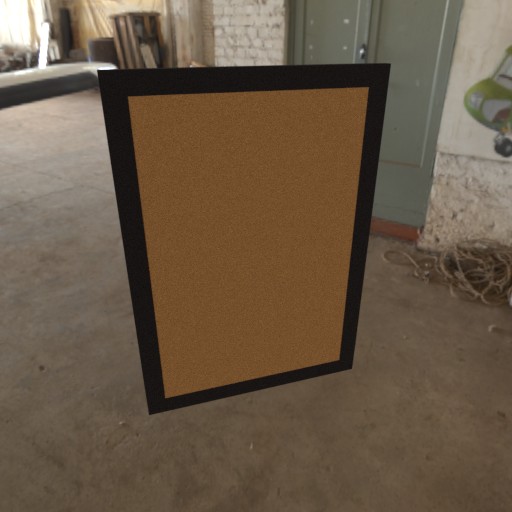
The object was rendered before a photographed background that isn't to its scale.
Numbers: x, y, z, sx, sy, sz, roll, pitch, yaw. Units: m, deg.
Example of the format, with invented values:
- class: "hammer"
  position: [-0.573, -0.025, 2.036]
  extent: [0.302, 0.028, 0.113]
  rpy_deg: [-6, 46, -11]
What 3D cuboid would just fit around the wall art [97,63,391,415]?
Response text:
- class: "wall art"
  position: [0.000, 0.000, 0.677]
  extent: [0.380, 0.534, 0.013]
  rpy_deg: [-8, 28, -16]
